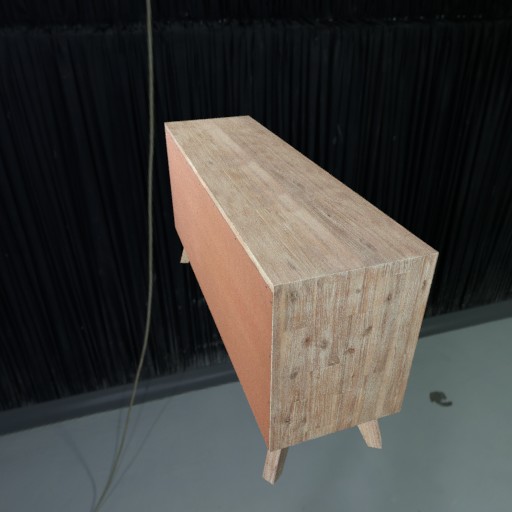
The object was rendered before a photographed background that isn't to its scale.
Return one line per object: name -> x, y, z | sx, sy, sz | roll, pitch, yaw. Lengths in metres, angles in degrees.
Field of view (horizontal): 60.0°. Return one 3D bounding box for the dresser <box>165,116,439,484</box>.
dresser -> 0.000, 0.000, 1.909 | 0.455, 0.805, 1.554 | -10, 32, -16
